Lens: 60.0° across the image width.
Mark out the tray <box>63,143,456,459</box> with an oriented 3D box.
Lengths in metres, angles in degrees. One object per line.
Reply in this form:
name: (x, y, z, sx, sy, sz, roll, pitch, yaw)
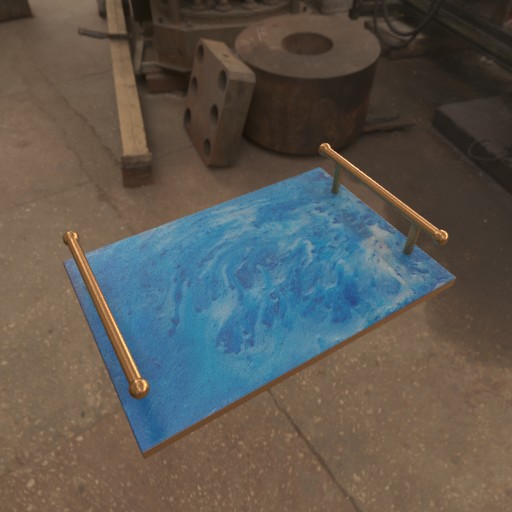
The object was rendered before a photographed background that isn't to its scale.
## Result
tray: (0.000, 0.000, 0.584, 0.444, 0.084, 0.304, -23, 50, -21)
